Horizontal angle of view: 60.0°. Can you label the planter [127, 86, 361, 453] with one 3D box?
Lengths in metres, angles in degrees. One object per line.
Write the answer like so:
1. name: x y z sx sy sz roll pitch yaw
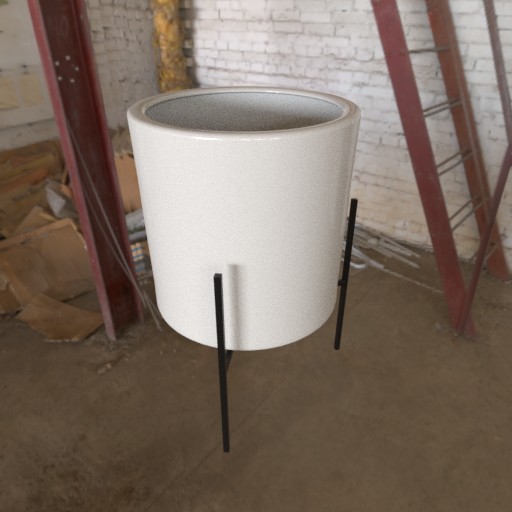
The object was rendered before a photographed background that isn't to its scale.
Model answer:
1. planter: 0.000 0.000 0.651 0.308 0.431 0.307 -8 31 -14
